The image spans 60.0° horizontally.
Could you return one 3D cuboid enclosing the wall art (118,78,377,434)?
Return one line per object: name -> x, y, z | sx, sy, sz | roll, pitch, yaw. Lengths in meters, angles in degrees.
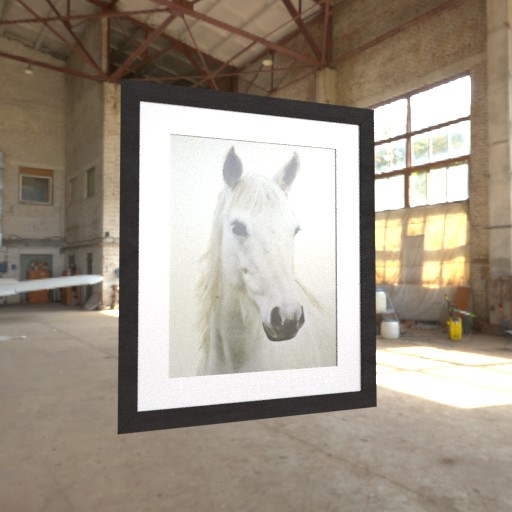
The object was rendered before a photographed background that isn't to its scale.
wall art -> 0.000, 0.000, 0.771 | 0.455, 0.552, 0.034 | 1, -2, -17
